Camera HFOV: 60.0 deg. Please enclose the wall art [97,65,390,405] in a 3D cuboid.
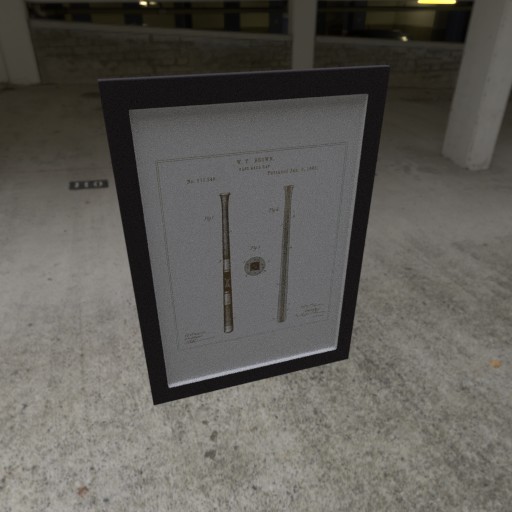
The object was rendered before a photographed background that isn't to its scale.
[{"bbox_3d":[0.000,0.000,0.682,0.374,0.529,0.012,-9,32,-15],"label":"wall art"}]
